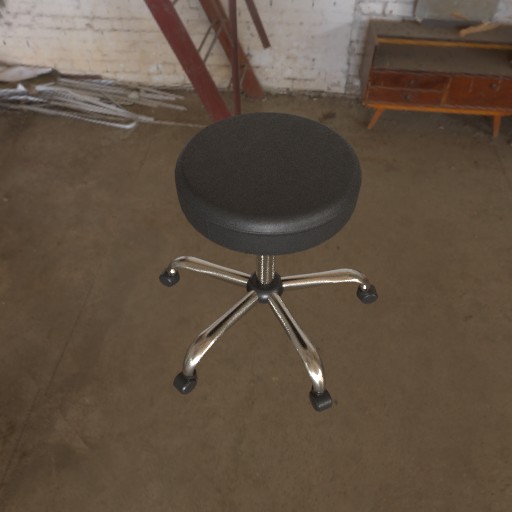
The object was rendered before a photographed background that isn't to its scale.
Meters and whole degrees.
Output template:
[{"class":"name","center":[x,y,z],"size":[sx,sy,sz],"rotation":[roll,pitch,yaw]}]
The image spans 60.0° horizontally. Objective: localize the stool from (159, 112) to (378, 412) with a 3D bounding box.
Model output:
[{"class":"stool","center":[0.000,0.000,1.142],"size":[0.673,0.576,0.638],"rotation":[33,56,26]}]
